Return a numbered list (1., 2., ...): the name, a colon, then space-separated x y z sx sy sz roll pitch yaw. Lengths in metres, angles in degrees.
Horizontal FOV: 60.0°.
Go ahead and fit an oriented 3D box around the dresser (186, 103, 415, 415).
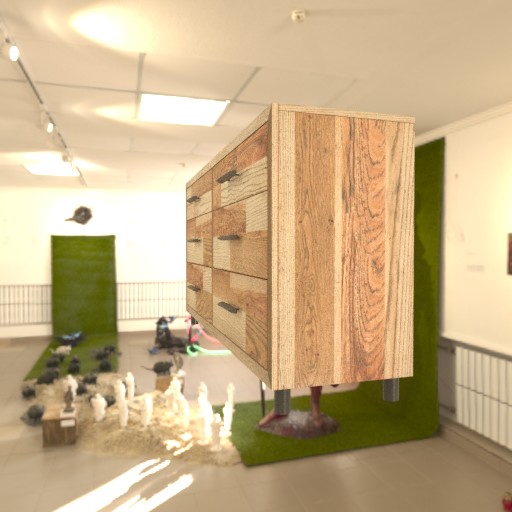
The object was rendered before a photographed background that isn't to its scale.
1. dresser: 0.000 0.000 1.963 0.487 0.834 1.547 0 1 -17
